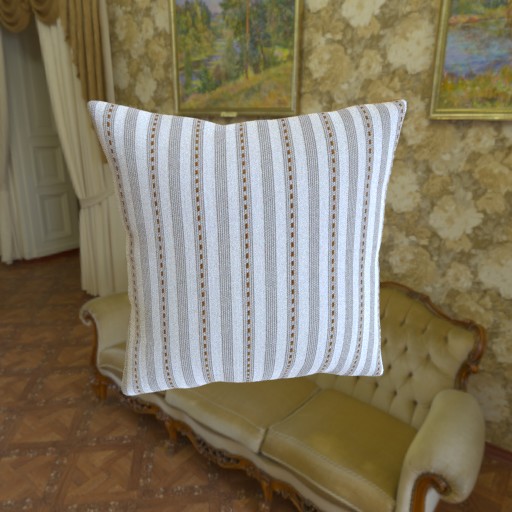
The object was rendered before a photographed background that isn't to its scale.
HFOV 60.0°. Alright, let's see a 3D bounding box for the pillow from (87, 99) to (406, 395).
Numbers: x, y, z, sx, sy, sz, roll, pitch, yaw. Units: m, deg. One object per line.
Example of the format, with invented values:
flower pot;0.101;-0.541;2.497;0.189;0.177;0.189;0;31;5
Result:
pillow;0.000;0.000;0.648;0.432;0.437;0.147;-3;17;-9
